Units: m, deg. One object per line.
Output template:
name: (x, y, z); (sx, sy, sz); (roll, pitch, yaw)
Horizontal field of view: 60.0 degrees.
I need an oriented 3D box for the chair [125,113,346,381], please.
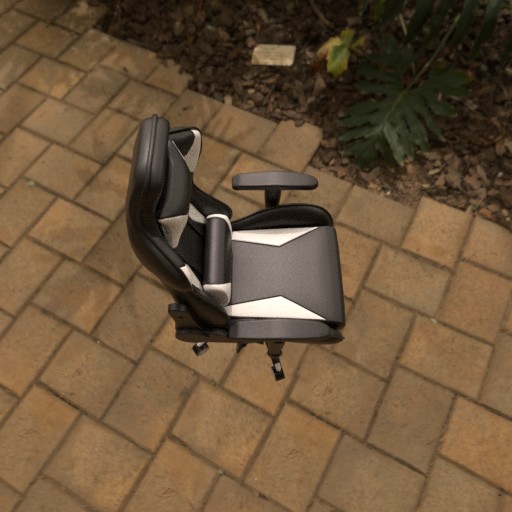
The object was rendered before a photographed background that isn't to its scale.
chair: (0.000, 0.000, 1.677); (0.695, 1.285, 0.730); (0, 63, 0)
